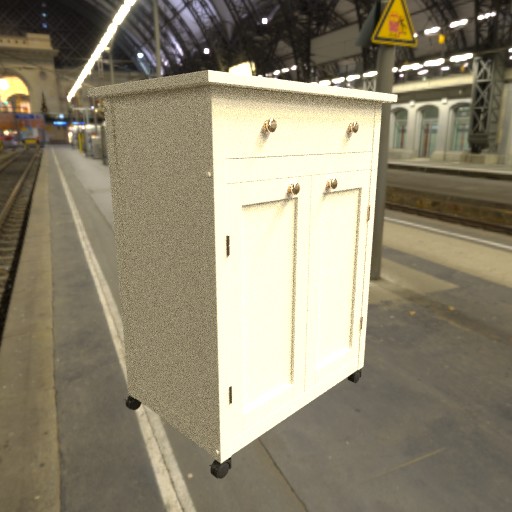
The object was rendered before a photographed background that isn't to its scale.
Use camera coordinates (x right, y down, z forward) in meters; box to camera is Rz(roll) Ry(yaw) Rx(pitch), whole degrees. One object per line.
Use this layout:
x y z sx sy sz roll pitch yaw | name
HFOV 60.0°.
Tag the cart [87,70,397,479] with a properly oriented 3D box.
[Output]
0.000 0.000 1.242 0.442 0.864 0.683 14 21 42 | cart
